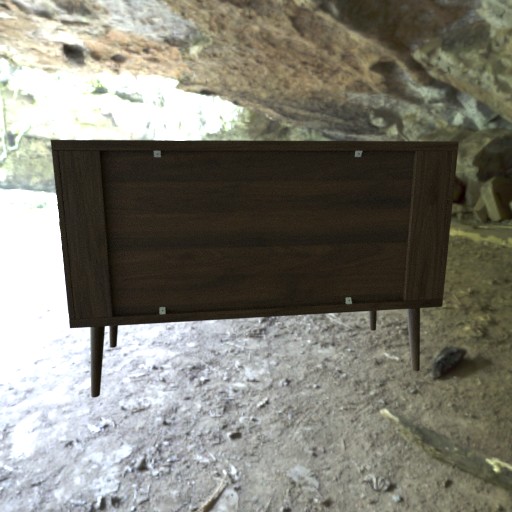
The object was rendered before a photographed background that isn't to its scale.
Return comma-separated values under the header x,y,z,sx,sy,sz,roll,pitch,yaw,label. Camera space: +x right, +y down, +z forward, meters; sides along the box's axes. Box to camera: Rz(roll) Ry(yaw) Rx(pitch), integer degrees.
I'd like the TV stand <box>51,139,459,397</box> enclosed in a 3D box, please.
x,y,z,sx,sy,sz,roll,pitch,yaw,label
0.000,0.000,1.330,0.990,0.660,0.405,-2,13,-9,TV stand
